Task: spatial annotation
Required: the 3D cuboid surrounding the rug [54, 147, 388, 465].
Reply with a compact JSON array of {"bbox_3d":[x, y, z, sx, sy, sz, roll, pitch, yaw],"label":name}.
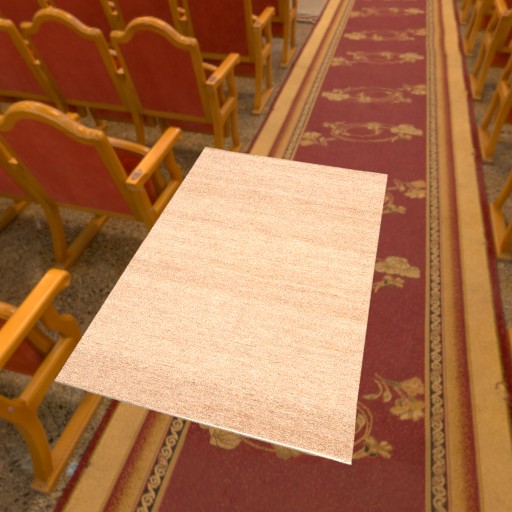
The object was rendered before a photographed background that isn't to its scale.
[{"bbox_3d":[0.000,0.000,2.974,1.574,0.029,2.346,12,47,11],"label":"rug"}]
